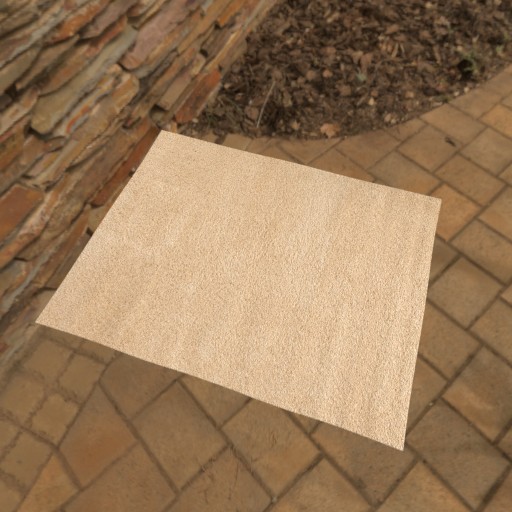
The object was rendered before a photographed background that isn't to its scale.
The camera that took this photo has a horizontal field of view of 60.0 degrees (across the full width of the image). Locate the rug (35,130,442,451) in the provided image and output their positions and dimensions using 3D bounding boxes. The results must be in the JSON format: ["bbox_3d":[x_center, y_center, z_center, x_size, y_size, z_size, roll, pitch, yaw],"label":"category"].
[{"bbox_3d":[0.000,0.000,3.979,3.000,0.025,2.400,16,59,10],"label":"rug"}]
